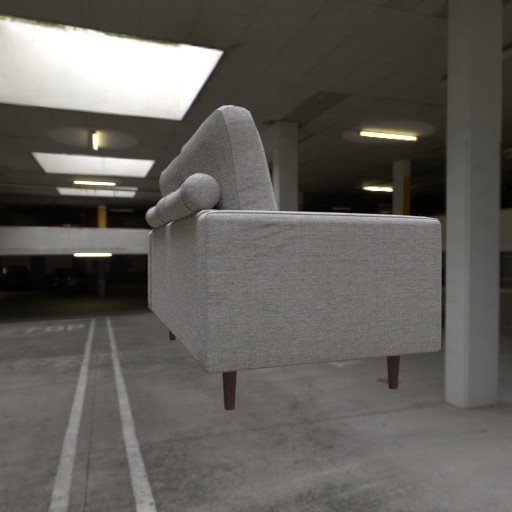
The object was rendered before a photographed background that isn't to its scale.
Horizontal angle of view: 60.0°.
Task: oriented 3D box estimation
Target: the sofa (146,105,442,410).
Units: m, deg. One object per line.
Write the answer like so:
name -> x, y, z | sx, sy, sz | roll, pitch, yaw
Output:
sofa -> 0.000, 0.000, 1.946 | 0.842, 0.907, 1.407 | 0, 1, -20
